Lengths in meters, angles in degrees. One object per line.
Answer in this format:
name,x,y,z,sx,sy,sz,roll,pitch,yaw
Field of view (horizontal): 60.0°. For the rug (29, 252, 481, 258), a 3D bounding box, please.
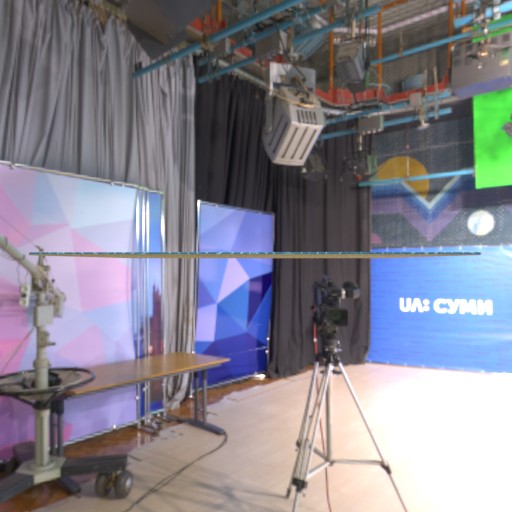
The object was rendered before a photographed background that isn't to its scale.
rug,0.000,0.000,2.868,2.144,0.015,1.543,0,-1,1
